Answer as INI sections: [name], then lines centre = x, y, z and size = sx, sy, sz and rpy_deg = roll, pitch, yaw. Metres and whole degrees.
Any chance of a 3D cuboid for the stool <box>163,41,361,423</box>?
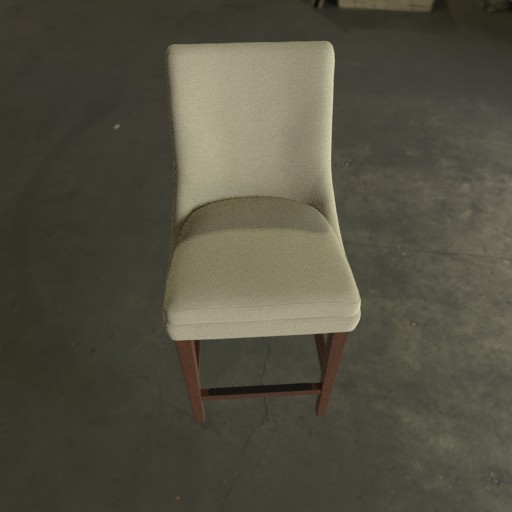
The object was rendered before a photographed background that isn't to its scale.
[stool]
centre = 0.000, 0.000, 1.259
size = 0.470, 0.981, 0.577
rpy_deg = -3, 45, -2
